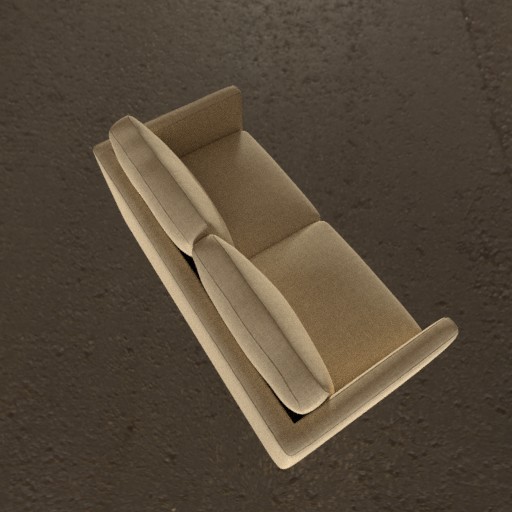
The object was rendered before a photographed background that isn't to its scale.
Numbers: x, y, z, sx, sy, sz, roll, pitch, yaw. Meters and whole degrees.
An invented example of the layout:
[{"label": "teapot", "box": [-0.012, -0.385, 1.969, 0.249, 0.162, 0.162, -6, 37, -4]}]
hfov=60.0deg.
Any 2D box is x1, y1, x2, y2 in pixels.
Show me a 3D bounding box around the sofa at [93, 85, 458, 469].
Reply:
[{"label": "sofa", "box": [0.000, 0.000, 2.395, 0.950, 0.963, 1.884, -30, 65, -15]}]
